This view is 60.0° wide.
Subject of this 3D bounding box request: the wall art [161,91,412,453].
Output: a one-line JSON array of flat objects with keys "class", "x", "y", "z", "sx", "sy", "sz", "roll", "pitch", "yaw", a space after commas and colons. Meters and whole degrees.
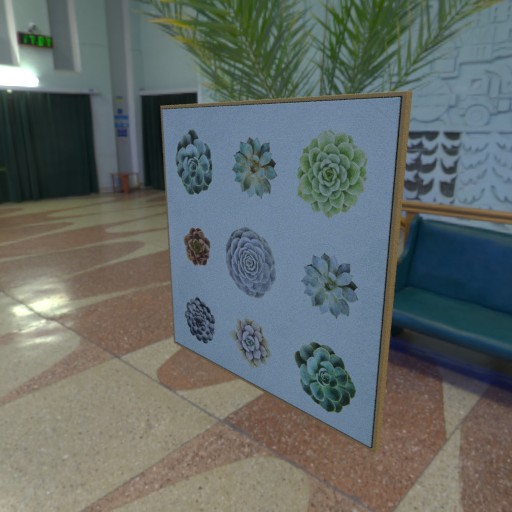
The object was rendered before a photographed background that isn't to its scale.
[{"class": "wall art", "x": 0.000, "y": 0.000, "z": 0.686, "sx": 0.457, "sy": 0.455, "sz": 0.013, "roll": 15, "pitch": 22, "yaw": 42}]
